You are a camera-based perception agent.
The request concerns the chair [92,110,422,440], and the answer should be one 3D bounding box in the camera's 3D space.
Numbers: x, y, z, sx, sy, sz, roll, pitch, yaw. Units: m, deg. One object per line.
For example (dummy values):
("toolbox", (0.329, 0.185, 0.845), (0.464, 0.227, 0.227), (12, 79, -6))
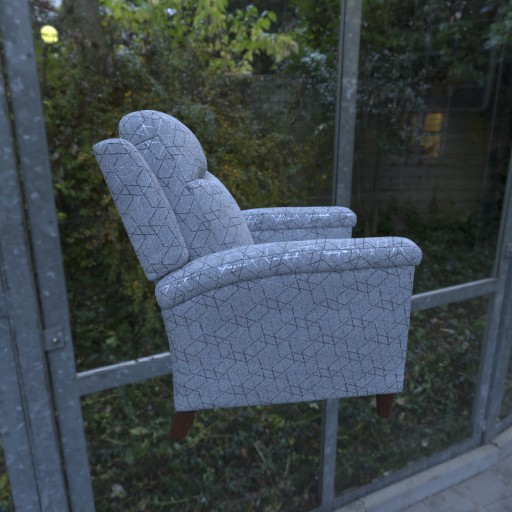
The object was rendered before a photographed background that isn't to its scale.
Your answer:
("chair", (0.000, 0.000, 1.698), (0.987, 1.048, 0.753), (-2, 16, -7))
